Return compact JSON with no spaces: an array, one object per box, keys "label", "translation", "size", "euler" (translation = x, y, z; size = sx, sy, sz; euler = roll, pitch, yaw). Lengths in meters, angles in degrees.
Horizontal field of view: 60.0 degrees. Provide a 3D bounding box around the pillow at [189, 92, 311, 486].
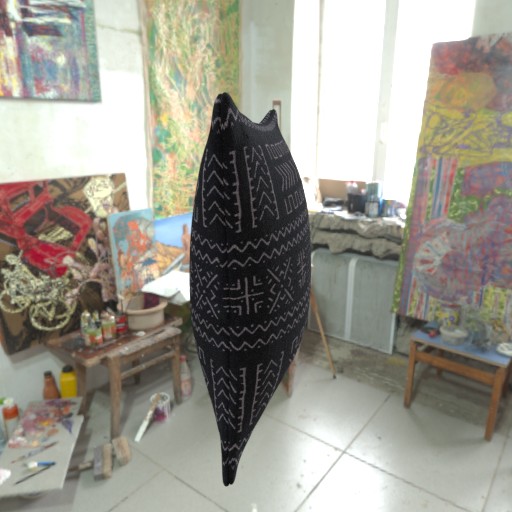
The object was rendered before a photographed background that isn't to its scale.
[{"label":"pillow","translation":[0.000,0.000,0.654],"size":[0.164,0.430,0.438],"euler":[2,17,8]}]
